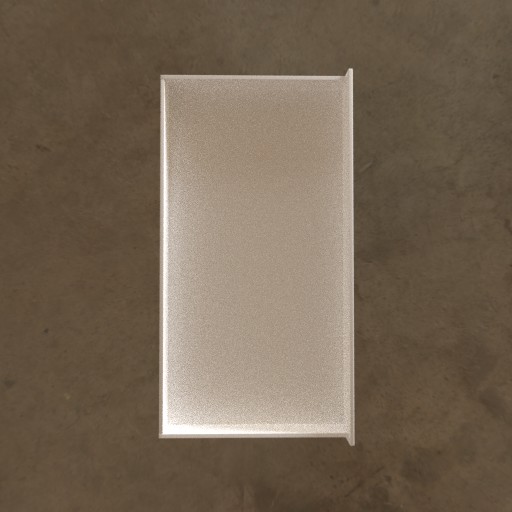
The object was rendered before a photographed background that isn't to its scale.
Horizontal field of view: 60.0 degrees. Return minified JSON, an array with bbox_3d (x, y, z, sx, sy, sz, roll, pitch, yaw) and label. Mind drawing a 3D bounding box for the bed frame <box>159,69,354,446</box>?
[{"bbox_3d":[0.000,0.000,1.591,0.670,0.141,1.300,0,89,-1],"label":"bed frame"}]
